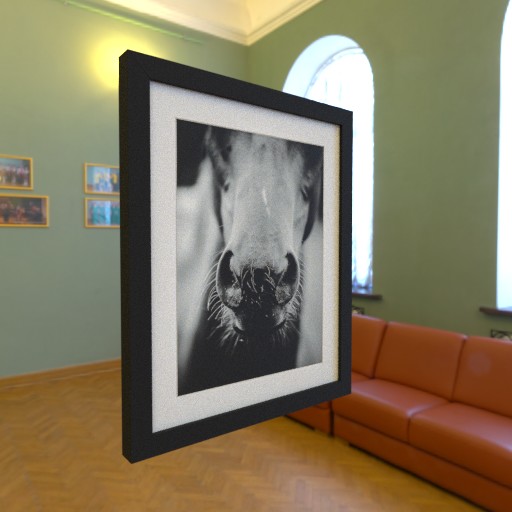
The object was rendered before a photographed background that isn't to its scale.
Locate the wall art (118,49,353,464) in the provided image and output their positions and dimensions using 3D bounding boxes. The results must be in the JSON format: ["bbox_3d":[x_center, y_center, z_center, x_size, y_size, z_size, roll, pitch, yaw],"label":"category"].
[{"bbox_3d":[0.000,0.000,0.749,0.457,0.559,0.033,-1,2,-38],"label":"wall art"}]
